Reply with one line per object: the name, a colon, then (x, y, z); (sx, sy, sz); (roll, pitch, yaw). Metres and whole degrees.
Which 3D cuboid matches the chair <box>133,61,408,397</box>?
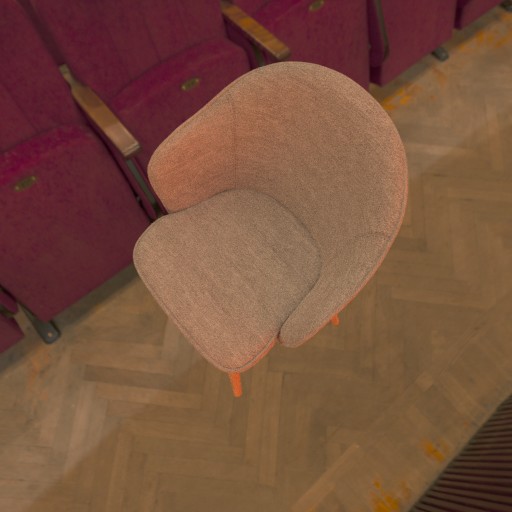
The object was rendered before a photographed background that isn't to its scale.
chair: (0.000, 0.000, 1.127); (0.530, 0.800, 0.540); (-37, 70, -16)
